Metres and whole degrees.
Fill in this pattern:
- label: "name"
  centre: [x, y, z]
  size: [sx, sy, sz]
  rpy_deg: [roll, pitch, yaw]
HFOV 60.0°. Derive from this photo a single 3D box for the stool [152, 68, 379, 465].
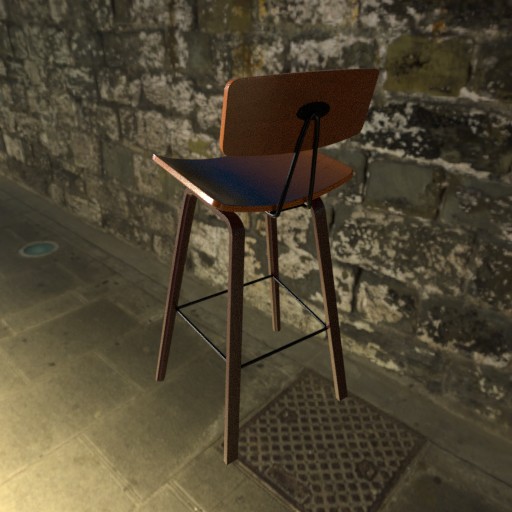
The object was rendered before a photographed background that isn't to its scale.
- label: "stool"
  centre: [0.000, 0.000, 1.210]
  size: [0.509, 0.969, 0.440]
  rpy_deg: [-17, 32, -29]
